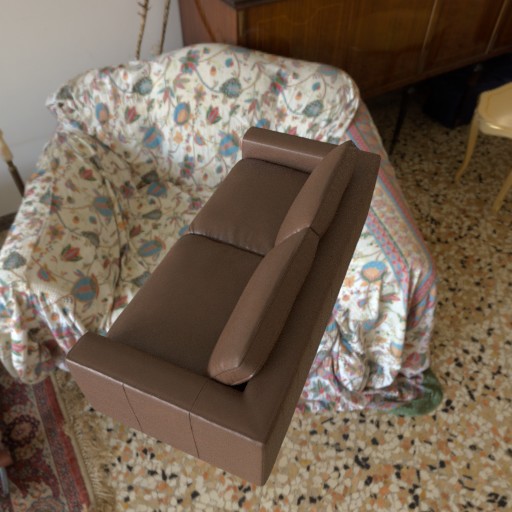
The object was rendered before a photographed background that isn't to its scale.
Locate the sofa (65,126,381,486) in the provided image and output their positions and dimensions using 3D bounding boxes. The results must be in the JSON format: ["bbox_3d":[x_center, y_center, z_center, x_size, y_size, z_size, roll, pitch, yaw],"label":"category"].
[{"bbox_3d":[0.000,0.000,2.775,1.070,0.801,2.262,17,49,15],"label":"sofa"}]
